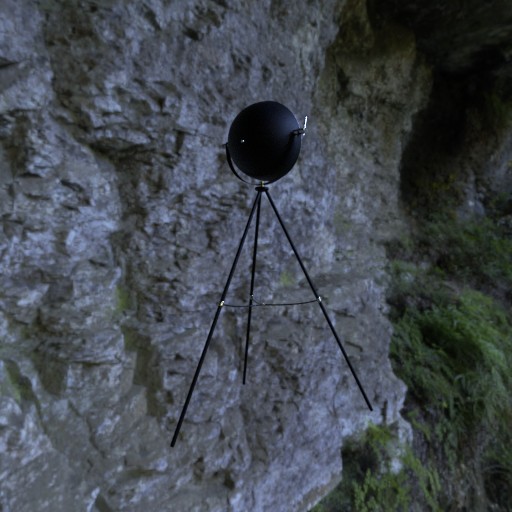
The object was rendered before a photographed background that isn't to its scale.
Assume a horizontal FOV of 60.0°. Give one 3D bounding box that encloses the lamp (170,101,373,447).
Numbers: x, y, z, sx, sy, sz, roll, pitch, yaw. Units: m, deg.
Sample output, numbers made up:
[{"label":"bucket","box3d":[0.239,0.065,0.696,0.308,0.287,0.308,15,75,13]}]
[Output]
[{"label":"lamp","box3d":[0.000,0.000,2.073,0.817,1.512,0.920,-1,-2,35]}]
